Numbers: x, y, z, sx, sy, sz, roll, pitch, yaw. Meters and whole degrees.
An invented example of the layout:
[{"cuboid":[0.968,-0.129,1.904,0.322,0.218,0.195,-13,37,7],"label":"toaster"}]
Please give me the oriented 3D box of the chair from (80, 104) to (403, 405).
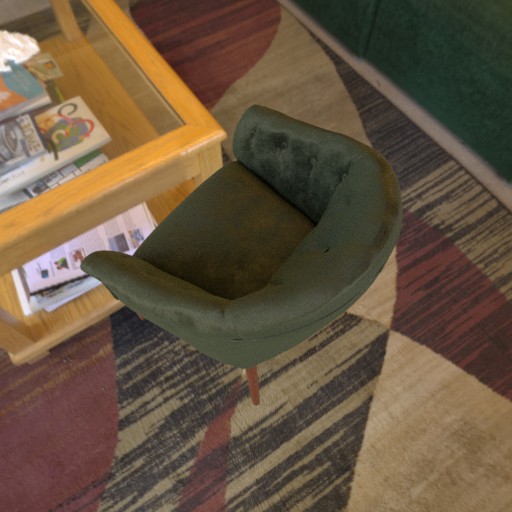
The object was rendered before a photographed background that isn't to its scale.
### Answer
[{"cuboid":[0.000,0.000,1.521,0.776,0.885,0.851,35,68,17],"label":"chair"}]
